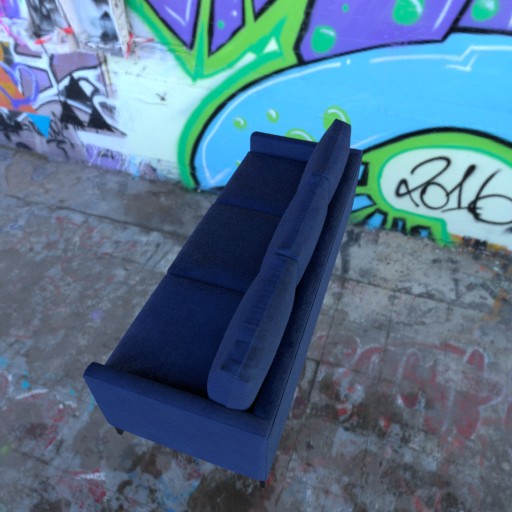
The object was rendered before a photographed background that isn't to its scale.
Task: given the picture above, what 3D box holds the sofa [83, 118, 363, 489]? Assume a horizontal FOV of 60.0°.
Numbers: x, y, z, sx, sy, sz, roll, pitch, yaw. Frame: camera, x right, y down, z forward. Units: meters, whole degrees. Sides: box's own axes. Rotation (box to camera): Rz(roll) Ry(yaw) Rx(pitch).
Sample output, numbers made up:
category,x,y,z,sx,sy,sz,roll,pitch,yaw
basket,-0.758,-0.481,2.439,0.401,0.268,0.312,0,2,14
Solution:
category,x,y,z,sx,sy,sz,roll,pitch,yaw
sofa,0.000,0.000,2.680,0.875,0.879,2.252,14,46,14
